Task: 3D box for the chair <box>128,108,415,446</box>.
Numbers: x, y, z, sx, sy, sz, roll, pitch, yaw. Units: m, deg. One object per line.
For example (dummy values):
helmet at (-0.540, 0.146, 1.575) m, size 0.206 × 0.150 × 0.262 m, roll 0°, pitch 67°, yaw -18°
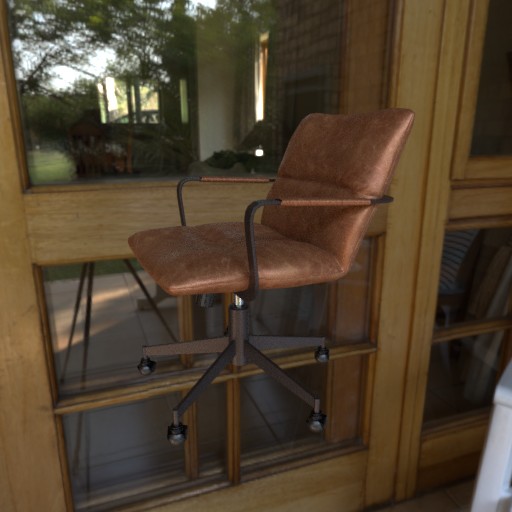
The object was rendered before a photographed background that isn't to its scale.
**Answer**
chair at (0.000, 0.000, 1.459) m, size 0.754 × 0.922 × 0.727 m, roll -7°, pitch 17°, yaw -24°
